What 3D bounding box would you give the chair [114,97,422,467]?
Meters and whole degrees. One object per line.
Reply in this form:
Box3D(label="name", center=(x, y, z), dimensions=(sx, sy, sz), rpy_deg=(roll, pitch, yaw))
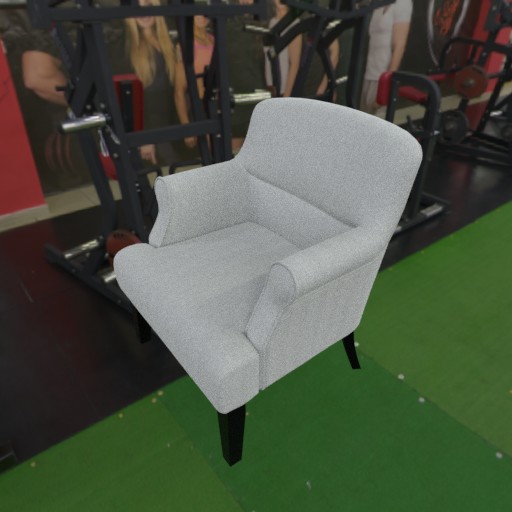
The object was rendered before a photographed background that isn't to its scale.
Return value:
Box3D(label="chair", center=(0.000, 0.000, 1.477), dimensions=(0.750, 0.875, 0.781), rpy_deg=(-21, 38, -30))
